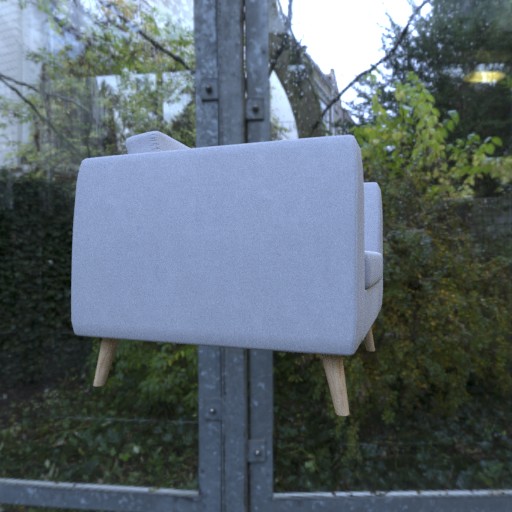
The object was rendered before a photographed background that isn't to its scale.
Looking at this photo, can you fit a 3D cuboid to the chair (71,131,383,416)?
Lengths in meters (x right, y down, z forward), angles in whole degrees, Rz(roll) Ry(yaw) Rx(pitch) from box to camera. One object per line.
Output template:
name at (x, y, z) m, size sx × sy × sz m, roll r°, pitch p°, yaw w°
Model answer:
chair at (0.000, 0.000, 1.743) m, size 0.930 × 0.860 × 1.000 m, roll 0°, pitch 0°, yaw 20°
